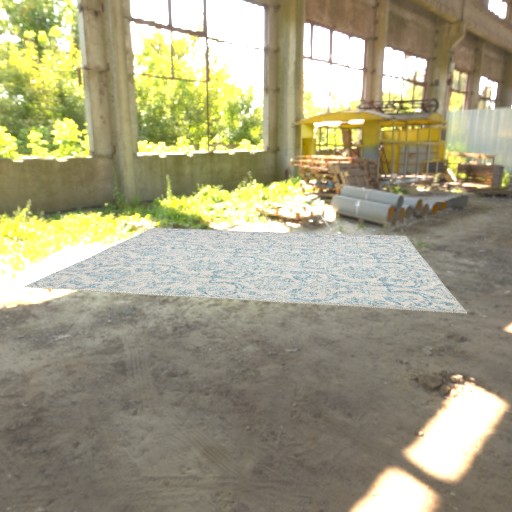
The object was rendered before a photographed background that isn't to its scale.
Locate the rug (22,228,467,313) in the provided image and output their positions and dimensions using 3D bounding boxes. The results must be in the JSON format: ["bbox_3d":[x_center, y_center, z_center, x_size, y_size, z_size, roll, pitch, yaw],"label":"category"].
[{"bbox_3d":[0.000,0.000,4.039,2.980,0.012,2.363,2,14,9],"label":"rug"}]
